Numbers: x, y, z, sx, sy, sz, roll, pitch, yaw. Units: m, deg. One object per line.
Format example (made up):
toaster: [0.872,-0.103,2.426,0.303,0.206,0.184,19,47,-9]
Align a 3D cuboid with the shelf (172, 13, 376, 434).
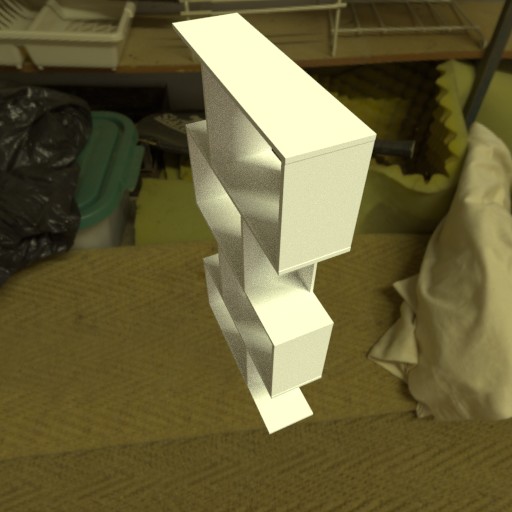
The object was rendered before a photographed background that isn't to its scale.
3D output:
shelf: [0.000,0.000,1.928,0.250,1.650,0.890,-18,50,-16]
